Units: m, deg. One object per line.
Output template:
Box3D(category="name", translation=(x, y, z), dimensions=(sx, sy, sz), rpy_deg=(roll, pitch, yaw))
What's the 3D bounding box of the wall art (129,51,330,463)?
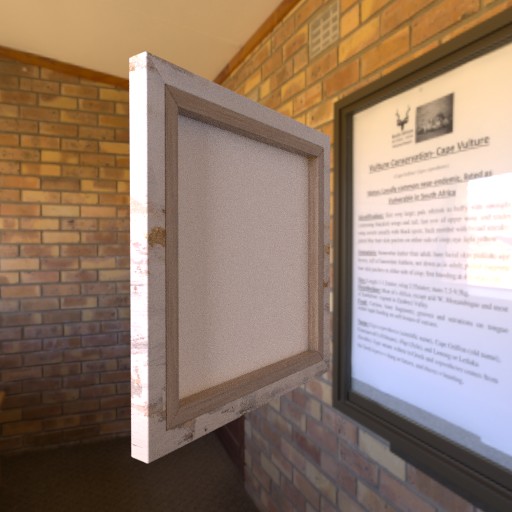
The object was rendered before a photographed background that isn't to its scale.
Box3D(category="wall art", translation=(0.000, 0.000, 0.917), dimensions=(0.040, 0.613, 0.611), rpy_deg=(1, 1, 35))
